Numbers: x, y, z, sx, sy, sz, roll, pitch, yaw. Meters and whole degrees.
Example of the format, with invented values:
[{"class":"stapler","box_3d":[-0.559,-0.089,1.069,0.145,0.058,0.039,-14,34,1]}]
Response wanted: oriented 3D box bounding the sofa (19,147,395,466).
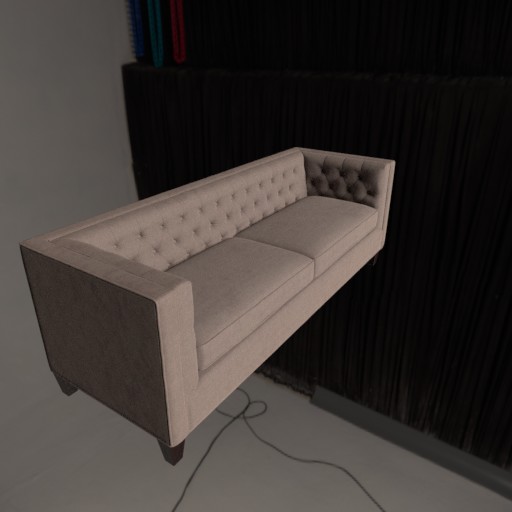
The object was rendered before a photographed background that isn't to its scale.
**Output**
[{"class":"sofa","box_3d":[0.000,0.000,2.481,0.775,0.762,2.159,16,30,31]}]
